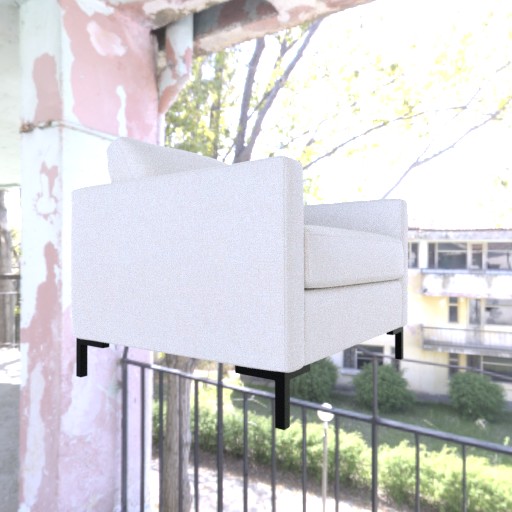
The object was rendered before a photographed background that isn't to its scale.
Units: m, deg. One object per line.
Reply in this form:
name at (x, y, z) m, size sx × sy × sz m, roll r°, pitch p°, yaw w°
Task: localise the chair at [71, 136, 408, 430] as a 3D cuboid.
chair at (0.000, 0.000, 1.607) m, size 0.875 × 0.806 × 0.964 m, roll 0°, pitch -1°, yaw 35°
